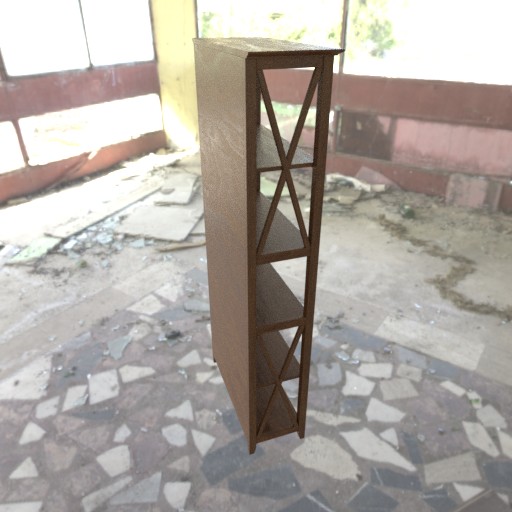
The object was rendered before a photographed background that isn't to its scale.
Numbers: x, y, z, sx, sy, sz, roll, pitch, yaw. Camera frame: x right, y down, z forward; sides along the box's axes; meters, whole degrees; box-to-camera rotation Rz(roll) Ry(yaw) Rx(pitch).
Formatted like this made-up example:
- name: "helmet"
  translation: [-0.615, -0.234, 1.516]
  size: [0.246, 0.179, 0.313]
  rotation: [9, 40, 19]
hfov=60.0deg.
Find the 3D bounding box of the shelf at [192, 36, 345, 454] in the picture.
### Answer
- name: "shelf"
  translation: [0.000, 0.000, 2.192]
  size: [0.335, 1.905, 0.805]
  rotation: [-10, 31, -17]
